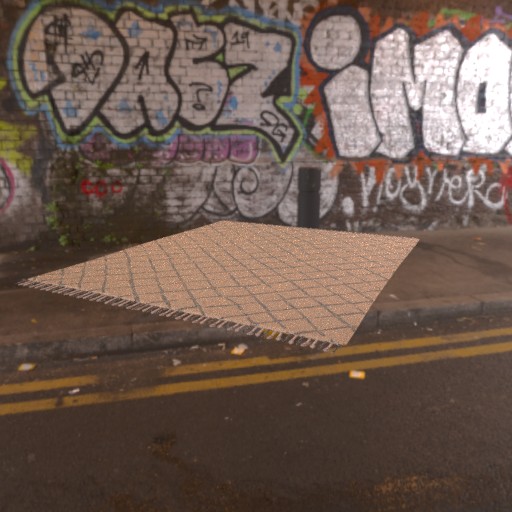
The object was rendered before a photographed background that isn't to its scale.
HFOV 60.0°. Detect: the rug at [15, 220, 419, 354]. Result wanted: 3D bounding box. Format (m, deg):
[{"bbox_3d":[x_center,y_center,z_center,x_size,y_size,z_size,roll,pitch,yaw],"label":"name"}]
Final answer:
[{"bbox_3d":[0.000,0.000,4.732,2.892,0.036,3.585,7,16,26],"label":"rug"}]
